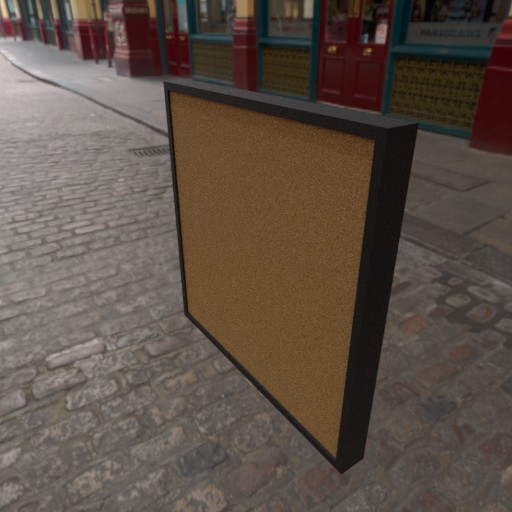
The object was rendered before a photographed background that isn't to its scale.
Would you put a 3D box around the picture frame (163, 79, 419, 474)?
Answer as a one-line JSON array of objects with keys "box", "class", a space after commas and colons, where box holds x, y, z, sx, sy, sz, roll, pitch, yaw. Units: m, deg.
[{"box": [0.000, 0.000, 0.463, 0.030, 0.317, 0.317, -18, 32, -31], "class": "picture frame"}]
